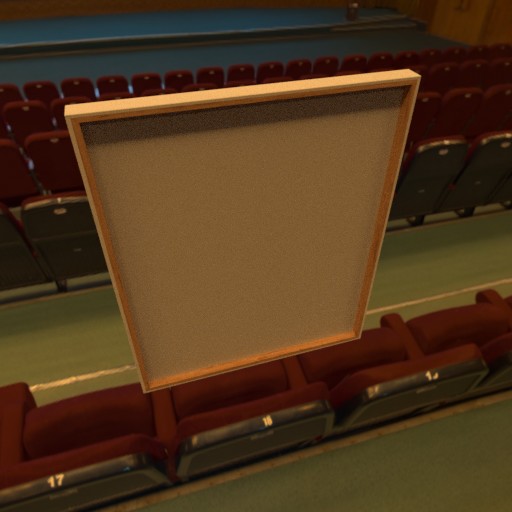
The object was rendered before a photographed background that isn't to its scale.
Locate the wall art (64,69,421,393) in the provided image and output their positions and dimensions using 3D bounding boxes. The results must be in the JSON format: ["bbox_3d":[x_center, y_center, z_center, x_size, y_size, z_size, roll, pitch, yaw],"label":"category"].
[{"bbox_3d":[0.000,0.000,0.813,0.508,0.606,0.037,-11,41,-13],"label":"wall art"}]
